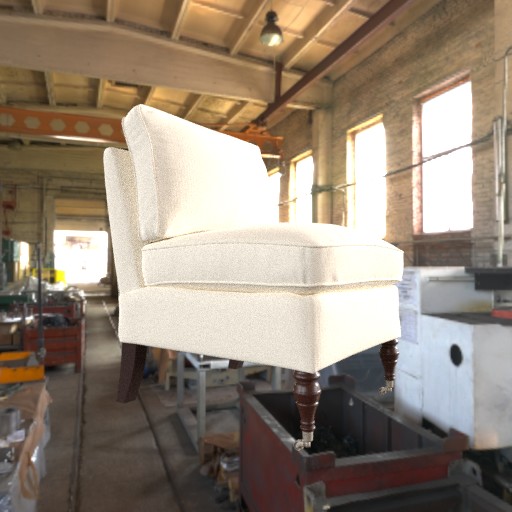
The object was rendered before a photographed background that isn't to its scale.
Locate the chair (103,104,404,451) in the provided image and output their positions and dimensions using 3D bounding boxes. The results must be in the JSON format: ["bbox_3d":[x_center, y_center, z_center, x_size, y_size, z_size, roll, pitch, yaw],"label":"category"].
[{"bbox_3d":[0.000,0.000,1.403,0.781,0.887,0.630,-1,-1,36],"label":"chair"}]
